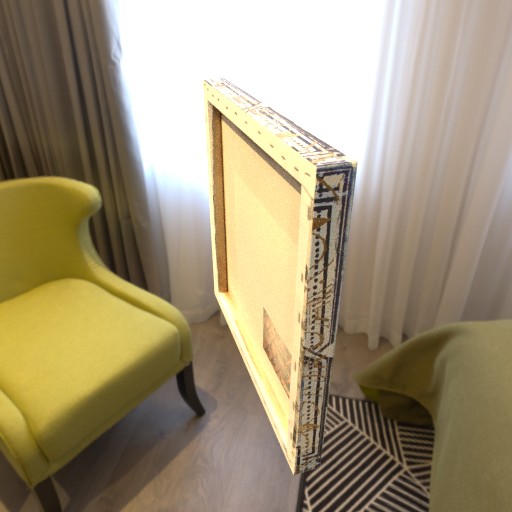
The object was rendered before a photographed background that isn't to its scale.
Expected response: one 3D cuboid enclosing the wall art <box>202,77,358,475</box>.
[{"bbox_3d":[0.000,0.000,0.628,0.038,0.410,0.411,-10,33,-16],"label":"wall art"}]
